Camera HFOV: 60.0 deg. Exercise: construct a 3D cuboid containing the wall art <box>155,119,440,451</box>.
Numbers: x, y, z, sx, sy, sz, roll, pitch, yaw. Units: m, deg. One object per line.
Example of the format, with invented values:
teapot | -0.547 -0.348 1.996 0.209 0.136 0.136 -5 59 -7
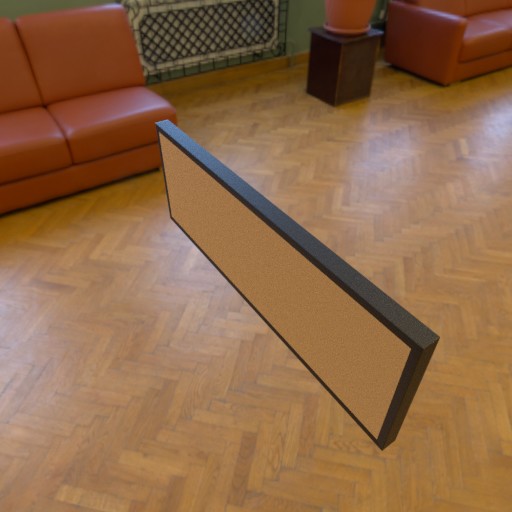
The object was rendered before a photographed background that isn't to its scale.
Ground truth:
wall art | 0.000 0.000 0.979 0.037 0.303 0.860 -24 47 -25
